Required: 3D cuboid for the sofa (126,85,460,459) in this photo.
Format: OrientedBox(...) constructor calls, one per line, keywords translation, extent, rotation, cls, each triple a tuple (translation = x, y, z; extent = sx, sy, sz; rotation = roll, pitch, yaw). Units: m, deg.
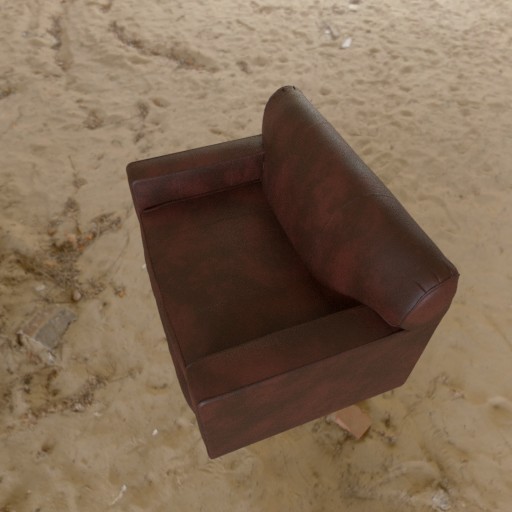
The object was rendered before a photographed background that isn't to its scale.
OrientedBox(translation=(0.000, 0.000, 2.083), extent=(1.000, 0.956, 1.413), rotation=(-16, 51, -13), cls="sofa")
